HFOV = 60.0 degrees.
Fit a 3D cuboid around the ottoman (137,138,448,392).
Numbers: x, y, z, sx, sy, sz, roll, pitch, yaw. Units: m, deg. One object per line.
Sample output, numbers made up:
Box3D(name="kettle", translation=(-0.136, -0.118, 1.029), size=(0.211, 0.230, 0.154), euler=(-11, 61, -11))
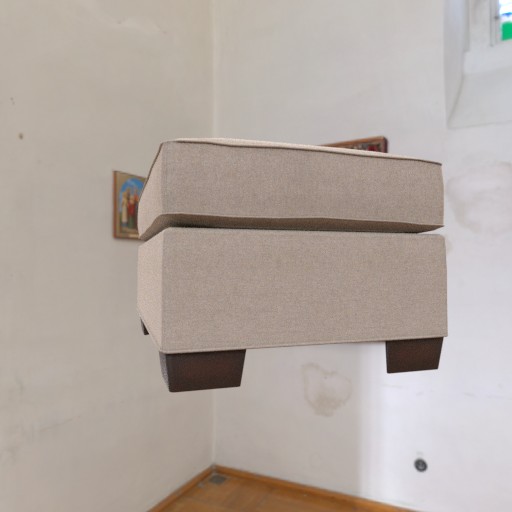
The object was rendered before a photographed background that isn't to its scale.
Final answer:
Box3D(name="ottoman", translation=(0.000, 0.000, 1.257), size=(0.617, 0.503, 0.846), euler=(0, -1, -18))
